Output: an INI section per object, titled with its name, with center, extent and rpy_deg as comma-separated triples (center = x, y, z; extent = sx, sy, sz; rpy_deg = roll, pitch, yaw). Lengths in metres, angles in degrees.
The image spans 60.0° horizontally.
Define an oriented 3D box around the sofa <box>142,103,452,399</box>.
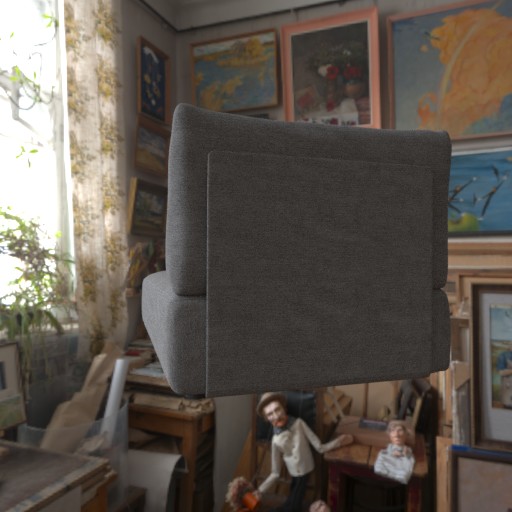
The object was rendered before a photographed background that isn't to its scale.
[sofa]
center = 0.000, 0.000, 1.977
extent = 0.930, 0.820, 1.450
rpy_deg = 0, -1, -17
